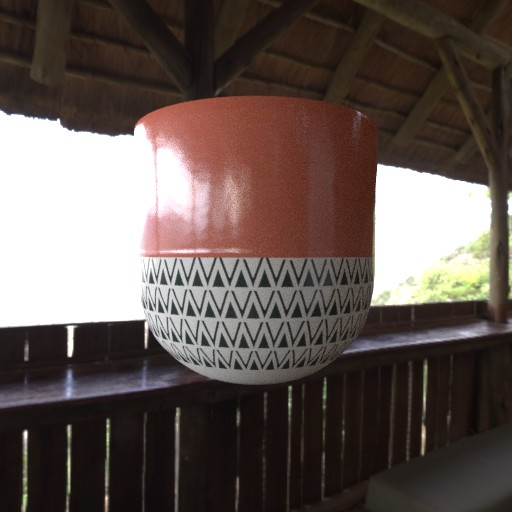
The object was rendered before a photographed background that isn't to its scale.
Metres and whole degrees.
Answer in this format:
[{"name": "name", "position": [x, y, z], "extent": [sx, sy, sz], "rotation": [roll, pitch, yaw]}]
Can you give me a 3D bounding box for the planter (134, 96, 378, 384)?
[{"name": "planter", "position": [0.000, 0.000, 0.503], "extent": [0.266, 0.270, 0.266], "rotation": [0, 0, 0]}]
